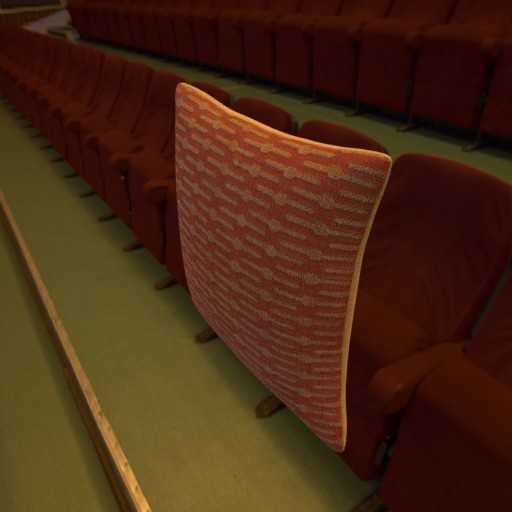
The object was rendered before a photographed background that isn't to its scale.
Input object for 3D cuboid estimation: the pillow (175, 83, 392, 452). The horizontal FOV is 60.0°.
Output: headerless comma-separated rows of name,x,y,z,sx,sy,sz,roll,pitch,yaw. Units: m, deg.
pillow,0.000,0.000,0.780,0.182,0.503,0.511,-20,37,-29
